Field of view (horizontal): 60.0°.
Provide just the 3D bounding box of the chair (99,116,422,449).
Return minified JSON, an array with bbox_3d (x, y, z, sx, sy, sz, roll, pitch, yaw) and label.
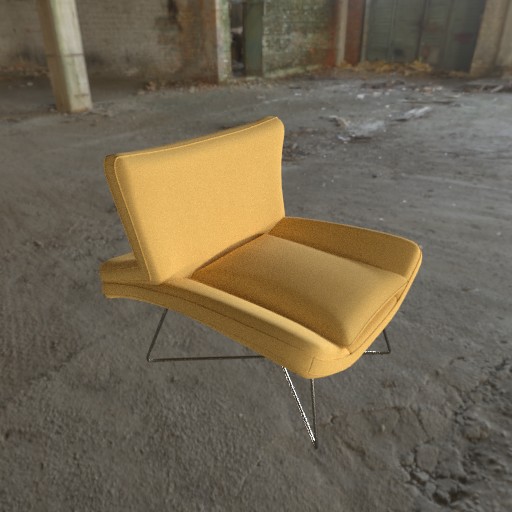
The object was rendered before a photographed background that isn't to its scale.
[{"bbox_3d":[0.000,0.000,1.661,1.008,0.855,0.859,19,33,33],"label":"chair"}]
